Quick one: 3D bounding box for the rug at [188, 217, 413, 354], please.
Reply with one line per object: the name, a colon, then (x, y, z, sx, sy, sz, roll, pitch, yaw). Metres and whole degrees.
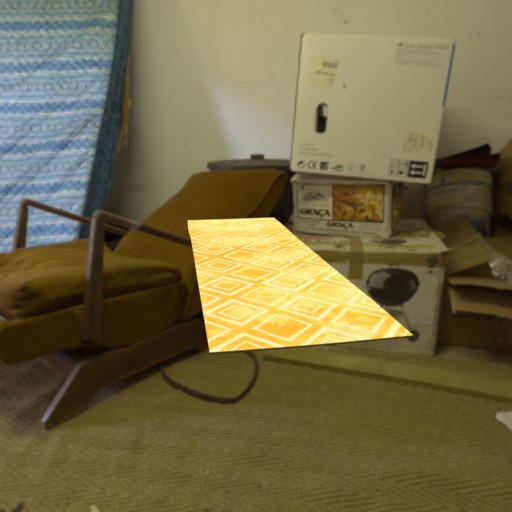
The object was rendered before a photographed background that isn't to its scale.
rug: (0.000, 0.000, 2.748, 0.775, 0.010, 2.438, -3, 16, -10)
